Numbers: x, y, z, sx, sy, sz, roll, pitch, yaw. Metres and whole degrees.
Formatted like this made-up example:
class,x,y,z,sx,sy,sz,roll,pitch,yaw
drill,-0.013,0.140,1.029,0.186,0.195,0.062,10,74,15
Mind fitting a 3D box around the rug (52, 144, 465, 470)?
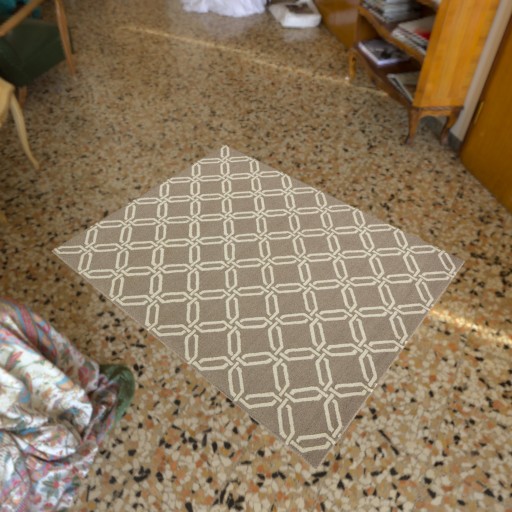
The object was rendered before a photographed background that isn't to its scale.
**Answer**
class,x,y,z,sx,sy,sz,roll,pitch,yaw
rug,0.000,0.000,3.947,2.895,0.018,2.288,31,54,27
